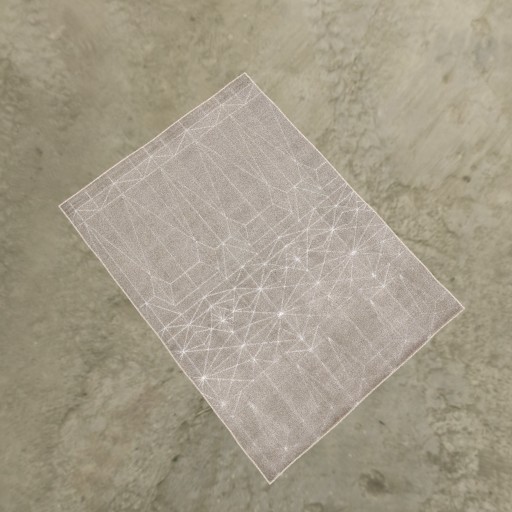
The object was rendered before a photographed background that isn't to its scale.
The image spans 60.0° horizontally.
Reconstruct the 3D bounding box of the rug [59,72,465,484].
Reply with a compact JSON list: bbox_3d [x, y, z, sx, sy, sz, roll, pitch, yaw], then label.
[{"bbox_3d":[0.000,0.000,4.372,2.449,0.019,3.357,-39,80,-8],"label":"rug"}]
